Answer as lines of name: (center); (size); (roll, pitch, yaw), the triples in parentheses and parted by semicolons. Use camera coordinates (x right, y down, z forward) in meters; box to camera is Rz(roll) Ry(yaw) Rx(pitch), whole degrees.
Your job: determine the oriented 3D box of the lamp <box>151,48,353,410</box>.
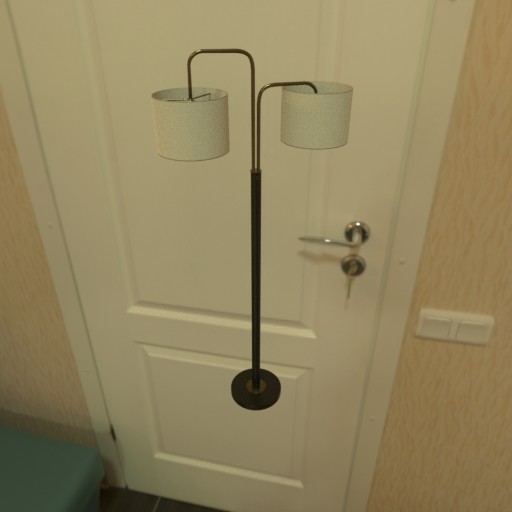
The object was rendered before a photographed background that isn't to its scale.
lamp: (0.000, 0.000, 1.860); (0.711, 1.587, 0.254); (-9, 31, -14)
